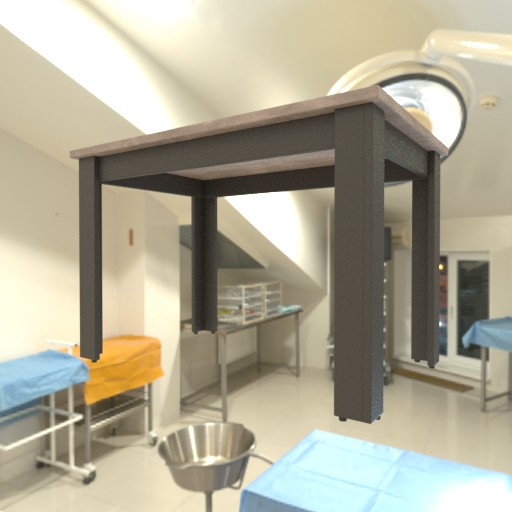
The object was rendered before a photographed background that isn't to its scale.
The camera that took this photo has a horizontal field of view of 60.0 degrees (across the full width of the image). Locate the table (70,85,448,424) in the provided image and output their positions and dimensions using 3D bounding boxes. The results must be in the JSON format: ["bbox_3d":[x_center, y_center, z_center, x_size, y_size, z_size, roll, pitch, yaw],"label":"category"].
[{"bbox_3d":[0.000,0.000,1.530,1.100,0.734,0.700,1,1,35],"label":"table"}]
